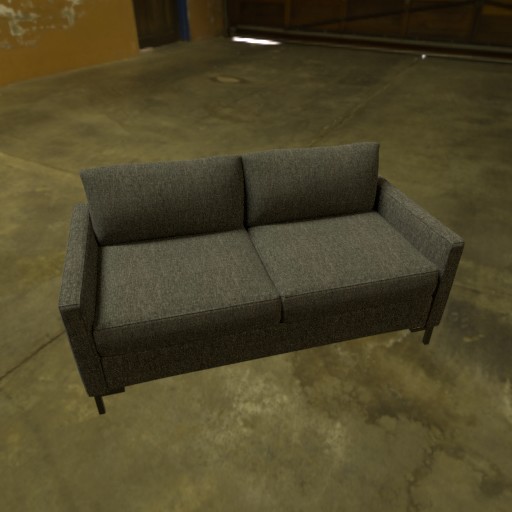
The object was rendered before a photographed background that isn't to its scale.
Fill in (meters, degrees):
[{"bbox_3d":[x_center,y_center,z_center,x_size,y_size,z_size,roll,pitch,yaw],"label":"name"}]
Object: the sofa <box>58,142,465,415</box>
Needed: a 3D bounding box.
[{"bbox_3d":[0.000,0.000,2.190,1.716,0.862,0.866,-9,34,-13],"label":"sofa"}]
